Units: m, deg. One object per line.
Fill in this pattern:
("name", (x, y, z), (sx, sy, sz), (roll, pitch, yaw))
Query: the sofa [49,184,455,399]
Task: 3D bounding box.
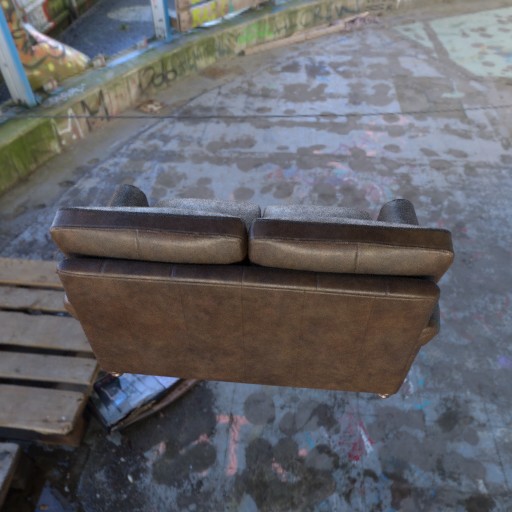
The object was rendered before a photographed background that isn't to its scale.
("sofa", (0.000, 0.000, 2.195), (1.616, 0.976, 0.990), (4, 45, 4))
